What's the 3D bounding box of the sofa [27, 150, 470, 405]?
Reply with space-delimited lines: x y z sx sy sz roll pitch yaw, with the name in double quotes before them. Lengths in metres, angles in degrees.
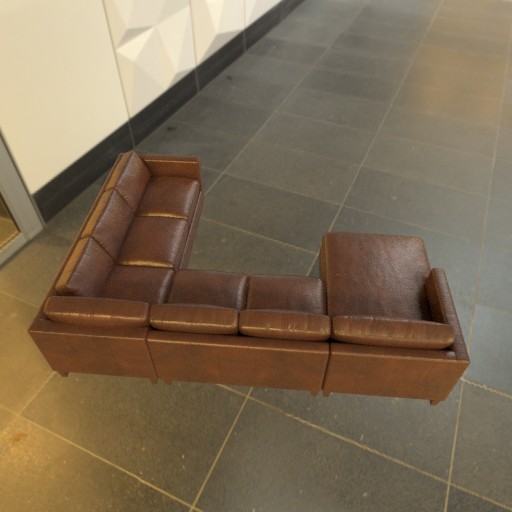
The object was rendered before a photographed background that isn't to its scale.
"sofa" 0.000 0.000 4.342 3.324 0.891 2.452 3 46 3
